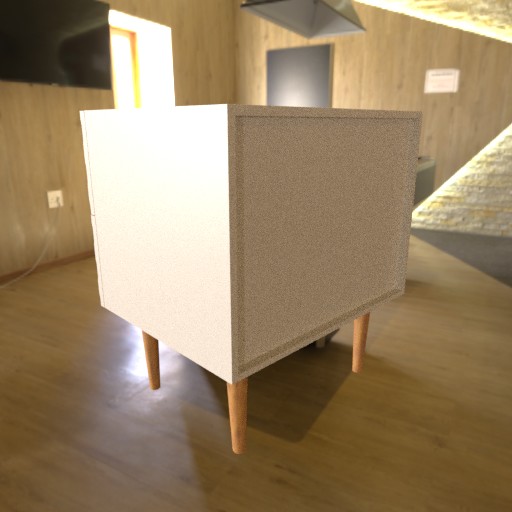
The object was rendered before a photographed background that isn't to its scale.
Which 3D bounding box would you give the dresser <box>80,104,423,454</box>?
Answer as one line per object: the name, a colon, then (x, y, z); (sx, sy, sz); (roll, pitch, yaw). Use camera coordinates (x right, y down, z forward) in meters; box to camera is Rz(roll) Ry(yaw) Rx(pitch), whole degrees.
dresser: (0.000, 0.000, 0.914); (0.503, 0.568, 0.414); (-16, 23, -42)
